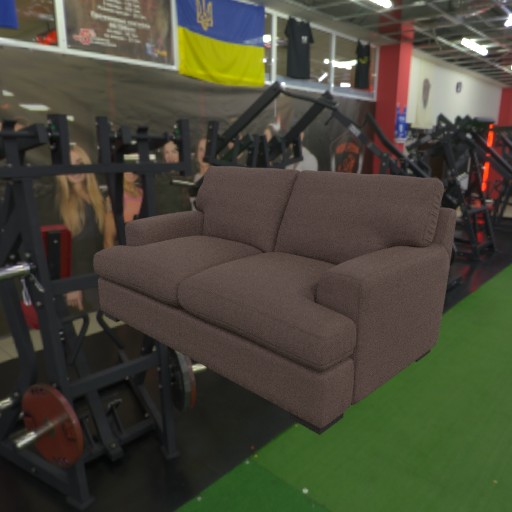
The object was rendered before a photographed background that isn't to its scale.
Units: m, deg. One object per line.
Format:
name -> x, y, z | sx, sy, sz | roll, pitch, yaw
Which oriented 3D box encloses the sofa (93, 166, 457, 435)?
sofa -> 0.000, 0.000, 2.560 | 1.869, 0.950, 1.140 | 14, 20, 43
